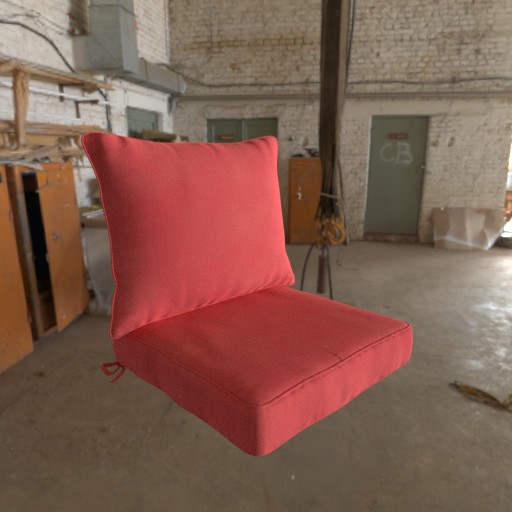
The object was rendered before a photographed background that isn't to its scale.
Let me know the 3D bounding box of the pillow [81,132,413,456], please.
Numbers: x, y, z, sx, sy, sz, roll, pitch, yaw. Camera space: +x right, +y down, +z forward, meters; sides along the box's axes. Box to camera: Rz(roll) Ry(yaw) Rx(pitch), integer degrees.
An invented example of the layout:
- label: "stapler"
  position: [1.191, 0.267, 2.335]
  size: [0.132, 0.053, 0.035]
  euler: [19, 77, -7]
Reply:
- label: "pillow"
  position: [0.000, 0.000, 1.338]
  size: [0.798, 0.725, 0.733]
  euler: [-13, 19, -42]
